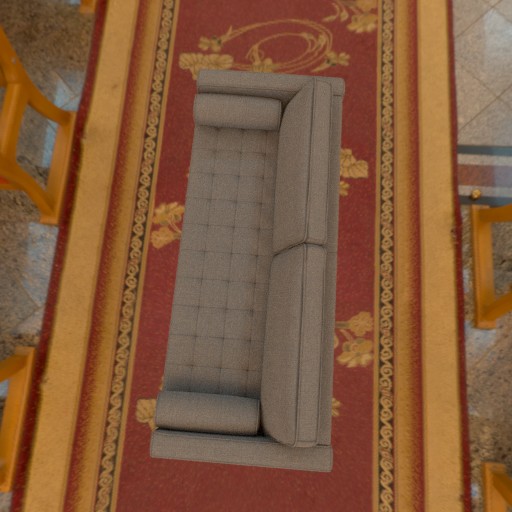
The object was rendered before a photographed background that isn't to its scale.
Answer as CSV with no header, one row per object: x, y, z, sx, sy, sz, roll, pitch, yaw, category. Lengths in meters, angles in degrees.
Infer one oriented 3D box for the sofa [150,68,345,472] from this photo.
0.000,0.000,2.587,0.914,0.762,2.198,4,76,1,sofa
